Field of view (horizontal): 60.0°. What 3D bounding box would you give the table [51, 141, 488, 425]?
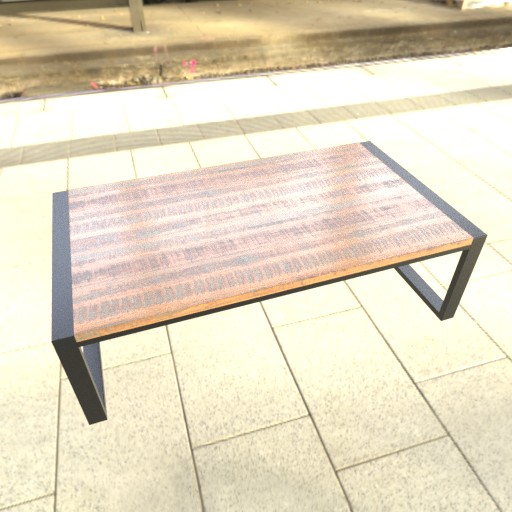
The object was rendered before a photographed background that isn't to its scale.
[{"bbox_3d":[0.000,0.000,1.682,1.350,0.400,0.750,-13,41,-15],"label":"table"}]
